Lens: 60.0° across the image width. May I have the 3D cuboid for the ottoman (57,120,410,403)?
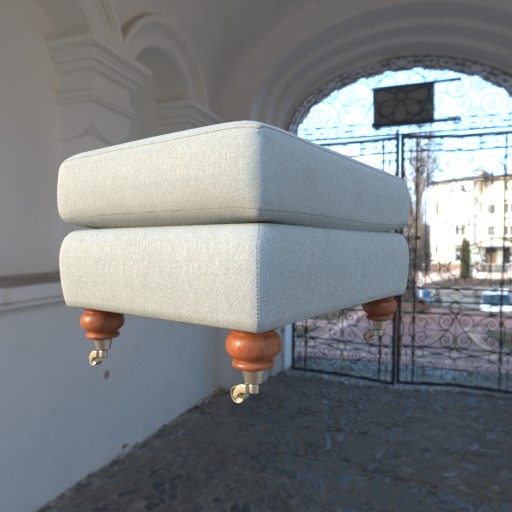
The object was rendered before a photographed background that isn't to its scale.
[{"bbox_3d":[0.000,0.000,1.121,0.569,0.499,0.773,1,2,36],"label":"ottoman"}]
